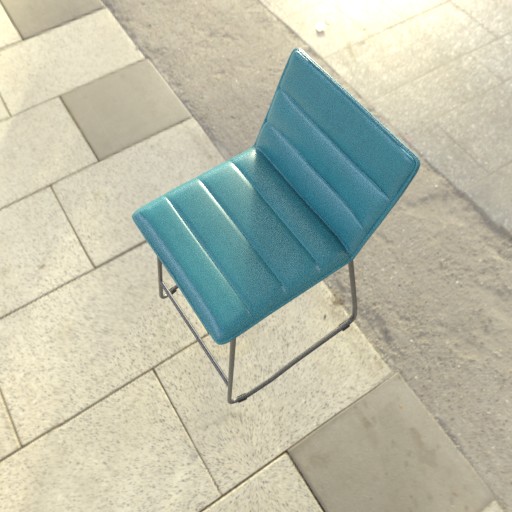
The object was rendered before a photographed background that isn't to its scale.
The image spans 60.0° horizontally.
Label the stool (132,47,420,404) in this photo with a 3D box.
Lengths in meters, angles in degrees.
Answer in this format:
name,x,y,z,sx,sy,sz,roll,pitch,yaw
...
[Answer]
name,x,y,z,sx,sy,sz,roll,pitch,yaw
stool,0.000,0.000,1.204,0.524,0.866,0.489,-32,68,-15
